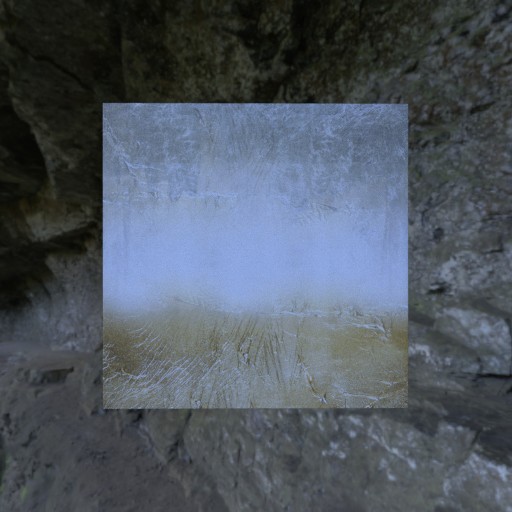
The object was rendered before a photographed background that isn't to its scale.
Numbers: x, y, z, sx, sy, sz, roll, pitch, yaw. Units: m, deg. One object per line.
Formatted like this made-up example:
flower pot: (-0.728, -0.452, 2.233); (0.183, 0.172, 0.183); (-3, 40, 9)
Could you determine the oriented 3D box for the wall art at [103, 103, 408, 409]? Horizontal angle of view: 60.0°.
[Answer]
wall art: (0.000, 0.000, 1.612); (1.092, 1.091, 0.051); (0, 0, 0)
